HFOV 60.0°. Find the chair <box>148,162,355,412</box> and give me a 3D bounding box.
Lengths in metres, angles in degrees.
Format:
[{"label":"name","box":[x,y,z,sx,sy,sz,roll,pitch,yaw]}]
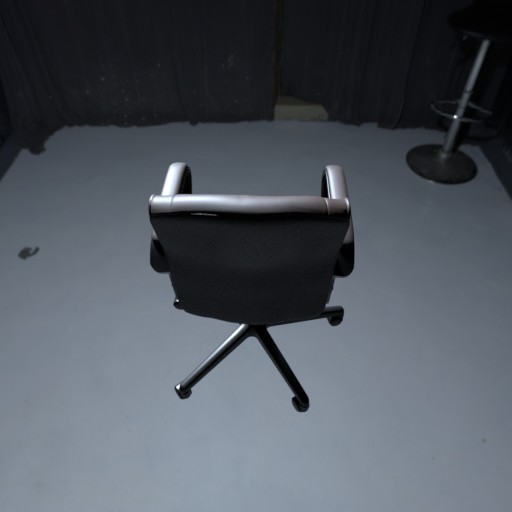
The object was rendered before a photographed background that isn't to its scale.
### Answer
[{"label":"chair","box":[0.000,0.000,1.497,0.739,1.004,0.717,2,47,2]}]
